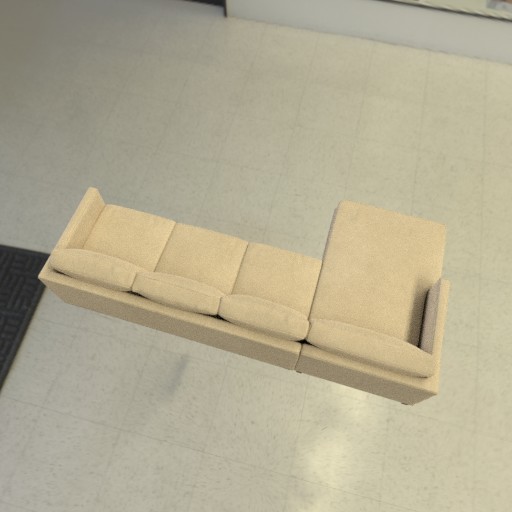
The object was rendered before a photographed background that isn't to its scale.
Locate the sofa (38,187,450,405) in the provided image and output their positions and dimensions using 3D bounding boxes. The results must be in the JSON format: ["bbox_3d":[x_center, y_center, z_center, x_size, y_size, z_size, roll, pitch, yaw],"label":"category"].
[{"bbox_3d":[0.000,0.000,3.901,3.186,0.846,1.625,15,65,7],"label":"sofa"}]
